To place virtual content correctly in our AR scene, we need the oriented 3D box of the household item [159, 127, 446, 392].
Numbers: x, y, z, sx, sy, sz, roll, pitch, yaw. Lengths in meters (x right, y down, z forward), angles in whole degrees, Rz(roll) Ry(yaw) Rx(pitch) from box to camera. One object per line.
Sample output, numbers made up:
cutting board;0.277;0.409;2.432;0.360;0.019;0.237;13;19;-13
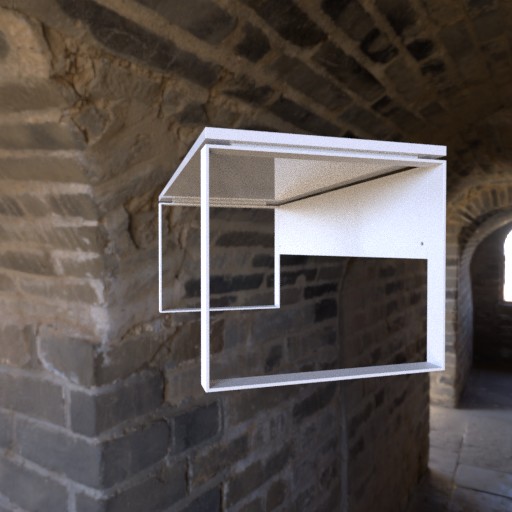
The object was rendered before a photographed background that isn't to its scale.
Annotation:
household item;0.000;0.000;2.164;0.800;0.745;1.700;0;1;-17
